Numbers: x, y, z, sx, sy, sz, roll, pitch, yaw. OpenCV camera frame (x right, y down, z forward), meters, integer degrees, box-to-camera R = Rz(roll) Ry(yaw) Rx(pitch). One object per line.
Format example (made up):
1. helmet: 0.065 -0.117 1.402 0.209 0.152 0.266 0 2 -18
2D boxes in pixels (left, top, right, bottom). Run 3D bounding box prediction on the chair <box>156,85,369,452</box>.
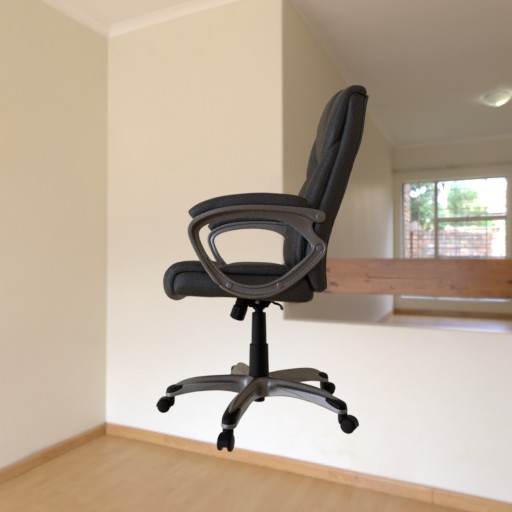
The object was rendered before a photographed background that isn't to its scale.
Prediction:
1. chair: 0.000 0.000 1.616 0.719 1.130 0.721 0 0 1
